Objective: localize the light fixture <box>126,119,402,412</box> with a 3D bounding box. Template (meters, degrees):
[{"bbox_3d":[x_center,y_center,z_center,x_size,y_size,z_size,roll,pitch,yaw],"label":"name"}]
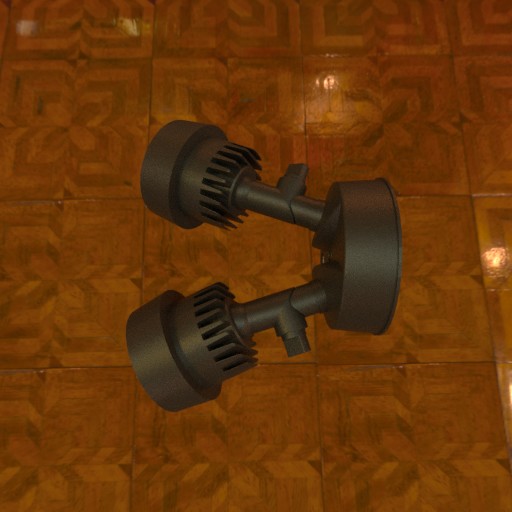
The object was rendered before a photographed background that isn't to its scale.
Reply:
[{"bbox_3d":[0.000,0.000,0.314,0.168,0.120,0.213,1,76,0],"label":"light fixture"}]
